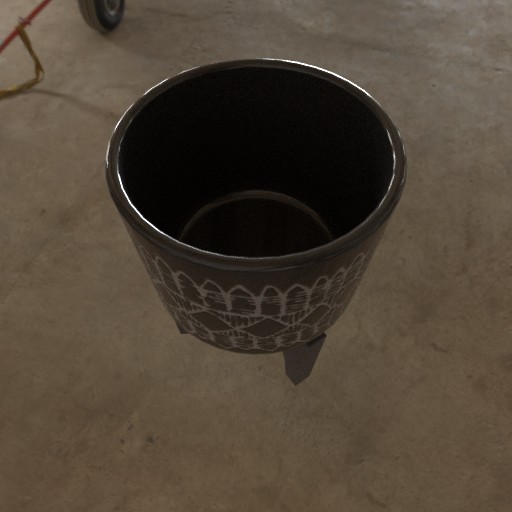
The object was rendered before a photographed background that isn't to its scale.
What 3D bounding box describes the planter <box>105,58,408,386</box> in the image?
[{"bbox_3d":[0.000,0.000,0.398,0.196,0.264,0.196,-30,61,-19],"label":"planter"}]
